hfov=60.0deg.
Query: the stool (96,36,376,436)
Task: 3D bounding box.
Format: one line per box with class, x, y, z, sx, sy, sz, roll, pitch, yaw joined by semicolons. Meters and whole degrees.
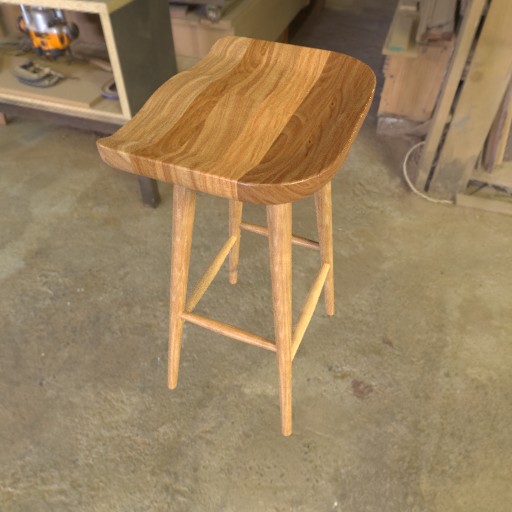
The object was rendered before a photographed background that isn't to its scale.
stool;0.000;0.000;0.917;0.322;0.698;0.407;17;49;15
